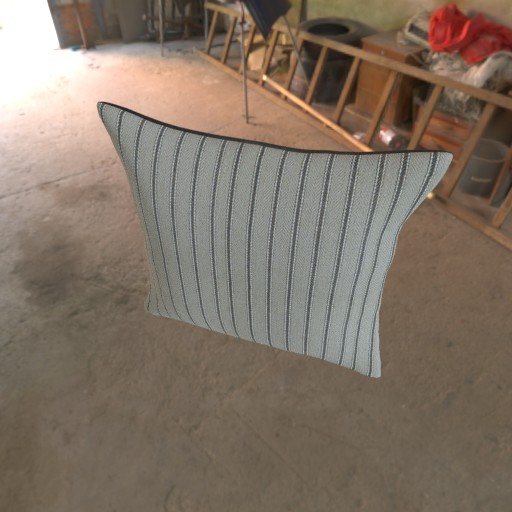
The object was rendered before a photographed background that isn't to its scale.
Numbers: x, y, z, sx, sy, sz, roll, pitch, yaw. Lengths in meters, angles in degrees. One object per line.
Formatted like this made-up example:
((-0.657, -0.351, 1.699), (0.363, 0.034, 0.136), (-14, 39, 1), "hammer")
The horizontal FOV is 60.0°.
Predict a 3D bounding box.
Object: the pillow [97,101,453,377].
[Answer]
((0.000, 0.000, 0.694), (0.468, 0.444, 0.138), (13, 45, 14), "pillow")
